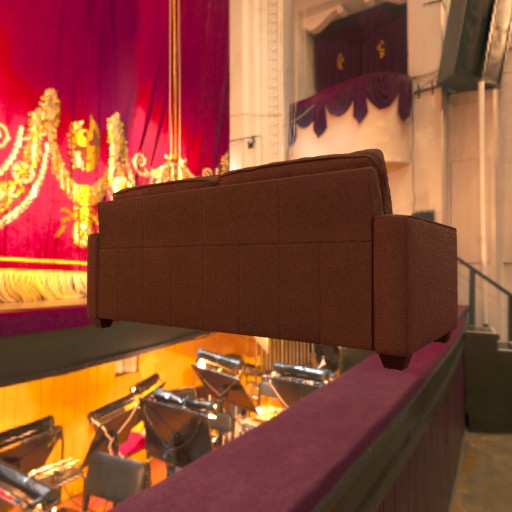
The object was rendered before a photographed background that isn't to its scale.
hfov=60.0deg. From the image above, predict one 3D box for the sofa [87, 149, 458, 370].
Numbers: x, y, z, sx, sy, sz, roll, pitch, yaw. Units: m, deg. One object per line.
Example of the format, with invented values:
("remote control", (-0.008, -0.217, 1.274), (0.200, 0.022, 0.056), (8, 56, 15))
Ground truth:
("sofa", (0.000, 0.000, 2.626), (2.080, 0.919, 0.940), (-1, -1, 35))
